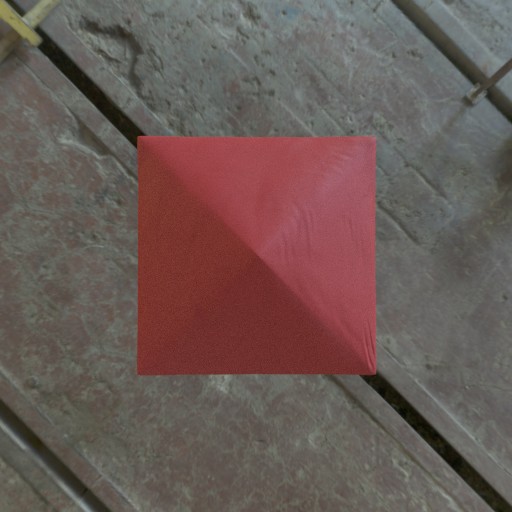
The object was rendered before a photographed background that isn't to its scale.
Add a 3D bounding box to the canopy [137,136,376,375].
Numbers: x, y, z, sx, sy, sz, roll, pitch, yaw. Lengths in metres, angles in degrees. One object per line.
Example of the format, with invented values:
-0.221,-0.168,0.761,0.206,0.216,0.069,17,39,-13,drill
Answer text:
0.000,0.000,6.643,3.599,3.600,3.600,0,90,-1,canopy
